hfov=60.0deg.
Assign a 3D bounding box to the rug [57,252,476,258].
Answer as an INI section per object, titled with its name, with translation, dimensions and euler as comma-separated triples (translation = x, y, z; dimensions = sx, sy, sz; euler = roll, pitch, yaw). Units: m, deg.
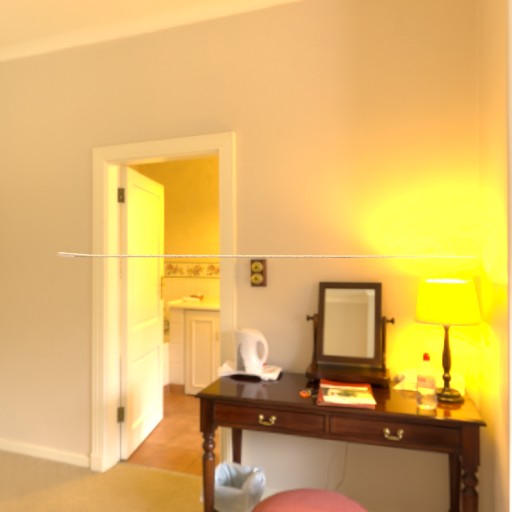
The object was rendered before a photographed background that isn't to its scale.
[rug]
translation = 0.000, 0.000, 3.104
dimensions = 2.434, 0.023, 1.518
euler = 0, 0, -19
